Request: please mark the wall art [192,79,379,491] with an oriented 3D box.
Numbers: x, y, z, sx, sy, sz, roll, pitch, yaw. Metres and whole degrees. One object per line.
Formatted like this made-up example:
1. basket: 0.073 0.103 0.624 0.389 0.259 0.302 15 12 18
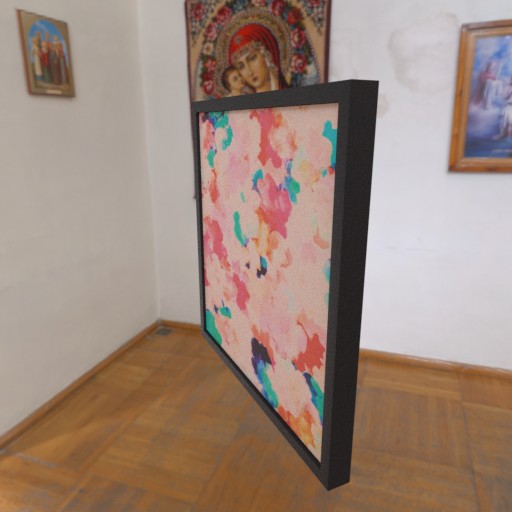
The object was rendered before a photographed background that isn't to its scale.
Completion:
1. wall art: 0.000 0.000 0.735 0.036 0.503 0.506 -8 18 -25
